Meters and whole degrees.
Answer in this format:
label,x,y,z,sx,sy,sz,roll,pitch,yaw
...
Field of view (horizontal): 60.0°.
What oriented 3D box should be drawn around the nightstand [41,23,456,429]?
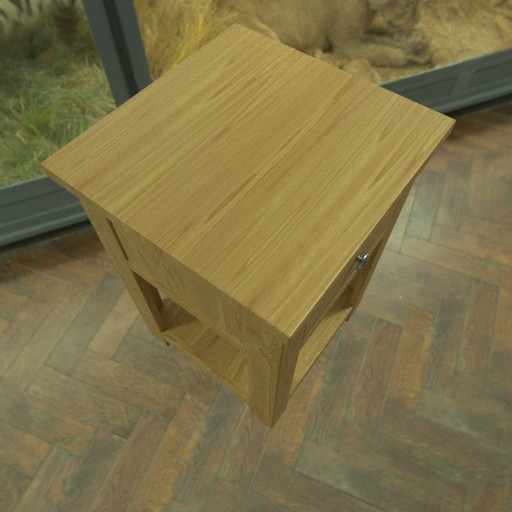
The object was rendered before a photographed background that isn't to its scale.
label,x,y,z,sx,sy,sz,roll,pitch,yaw
nightstand,0.000,0.000,0.888,0.418,0.614,0.428,33,63,19
